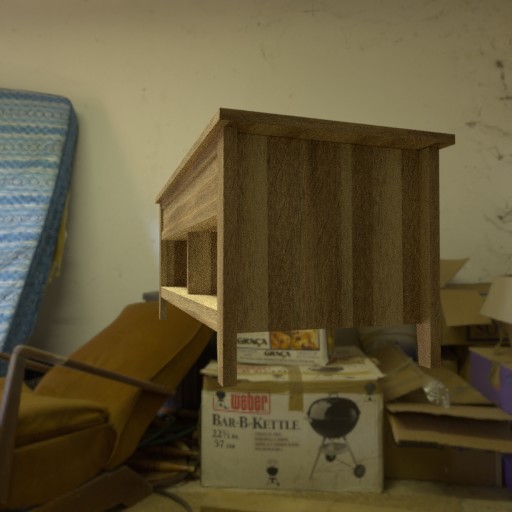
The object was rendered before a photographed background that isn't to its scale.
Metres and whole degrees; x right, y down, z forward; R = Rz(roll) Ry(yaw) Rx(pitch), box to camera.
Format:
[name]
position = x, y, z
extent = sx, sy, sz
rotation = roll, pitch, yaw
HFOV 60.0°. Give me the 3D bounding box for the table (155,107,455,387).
[table]
position = 0.000, 0.000, 1.340
extent = 0.493, 0.480, 1.095
rotation = 0, -1, -18
